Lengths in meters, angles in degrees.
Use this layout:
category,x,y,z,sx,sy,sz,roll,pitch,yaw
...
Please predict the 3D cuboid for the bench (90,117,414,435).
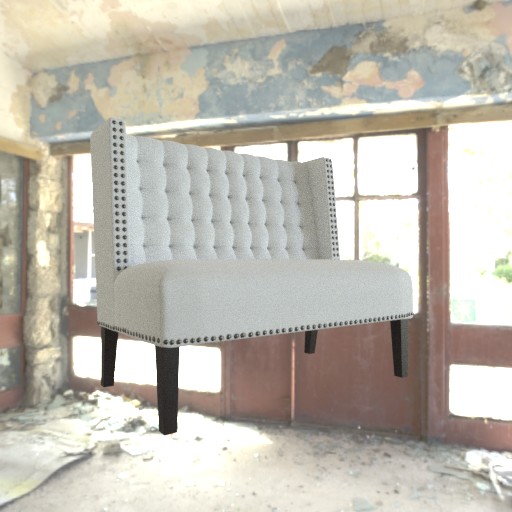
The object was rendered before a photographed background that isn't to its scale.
category,x,y,z,sx,sy,sz,roll,pitch,yaw
bench,0.000,0.000,2.027,1.280,1.123,0.847,0,-1,-35
